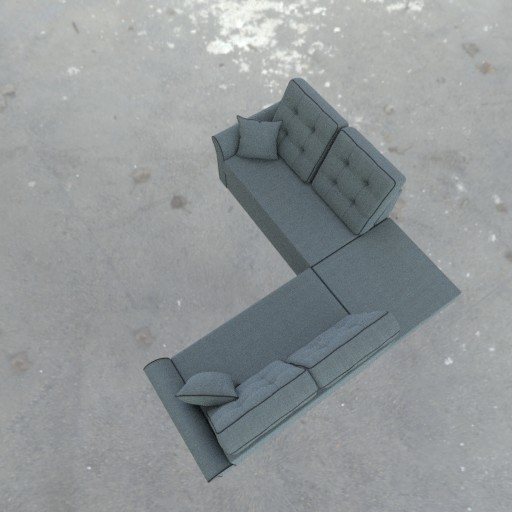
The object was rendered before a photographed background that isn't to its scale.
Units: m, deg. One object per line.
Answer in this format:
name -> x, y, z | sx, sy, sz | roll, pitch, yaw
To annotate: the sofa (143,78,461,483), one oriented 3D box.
sofa -> 0.000, 0.000, 3.154 | 2.070, 0.988, 2.068 | -32, 68, -14
